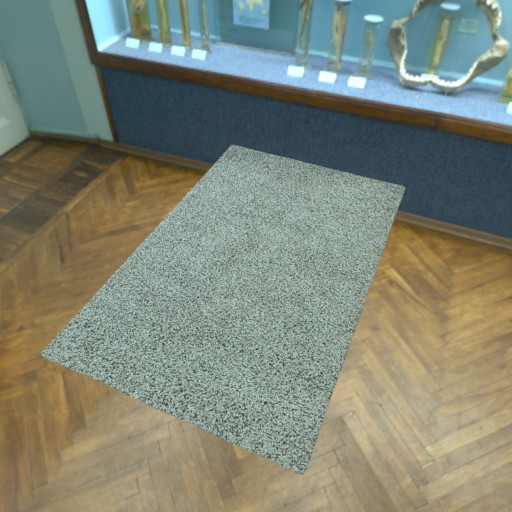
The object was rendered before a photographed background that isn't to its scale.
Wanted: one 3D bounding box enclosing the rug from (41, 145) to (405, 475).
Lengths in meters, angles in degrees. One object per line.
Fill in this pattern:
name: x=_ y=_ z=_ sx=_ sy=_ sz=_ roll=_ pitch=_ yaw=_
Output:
rug: x=0.000 y=0.000 z=3.438 sx=1.778 sy=0.030 sz=2.743 roll=18 pitch=48 yaw=17
